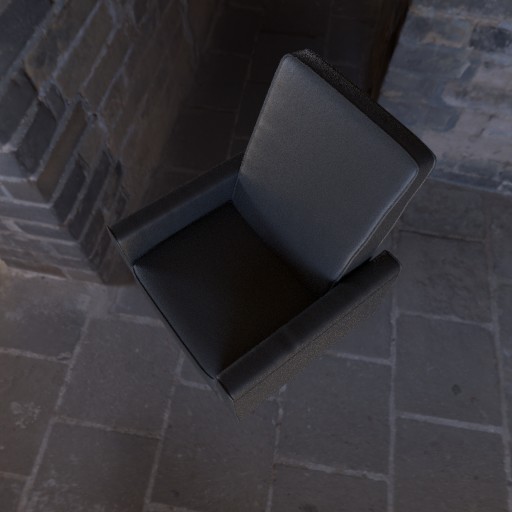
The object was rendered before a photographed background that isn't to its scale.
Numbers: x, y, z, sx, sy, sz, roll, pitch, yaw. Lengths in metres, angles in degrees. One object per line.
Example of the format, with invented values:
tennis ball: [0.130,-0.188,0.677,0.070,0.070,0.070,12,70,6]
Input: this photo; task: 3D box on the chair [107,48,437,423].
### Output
chair: [0.000,0.000,1.498,0.746,1.013,0.705,-35,68,-16]
